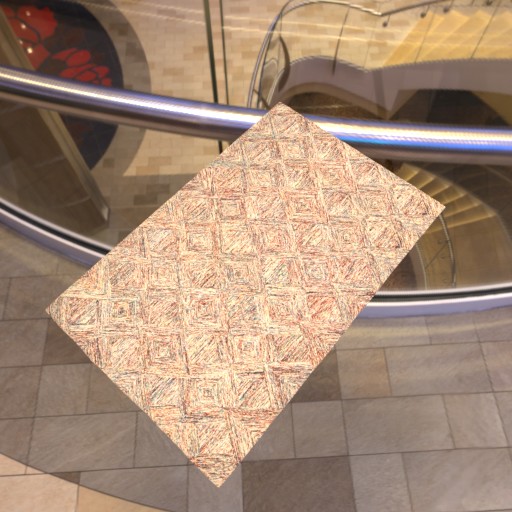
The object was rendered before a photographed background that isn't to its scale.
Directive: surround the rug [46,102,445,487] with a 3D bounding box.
[{"bbox_3d":[0.000,0.000,2.221,1.143,0.014,1.761,38,70,17],"label":"rug"}]
